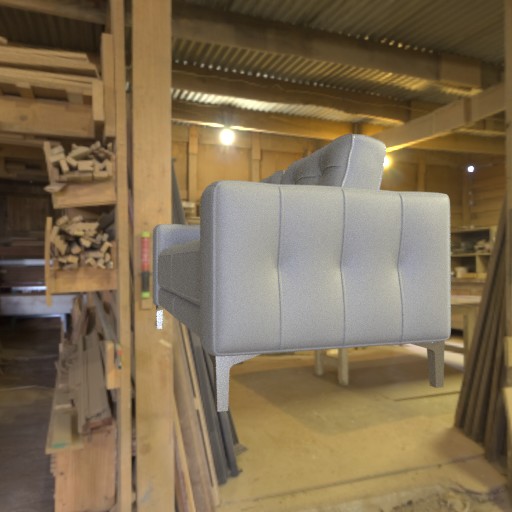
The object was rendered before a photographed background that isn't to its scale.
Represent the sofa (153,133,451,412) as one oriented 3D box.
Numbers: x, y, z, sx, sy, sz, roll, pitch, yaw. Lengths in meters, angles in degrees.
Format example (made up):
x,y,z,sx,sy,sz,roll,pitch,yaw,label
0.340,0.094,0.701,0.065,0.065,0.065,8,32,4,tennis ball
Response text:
x,y,z,sx,sy,sz,roll,pitch,yaw,label
0.000,0.000,2.140,0.833,0.893,1.726,0,-1,-18,sofa
